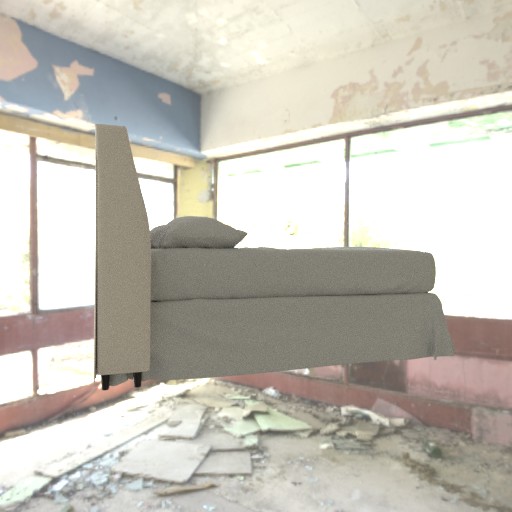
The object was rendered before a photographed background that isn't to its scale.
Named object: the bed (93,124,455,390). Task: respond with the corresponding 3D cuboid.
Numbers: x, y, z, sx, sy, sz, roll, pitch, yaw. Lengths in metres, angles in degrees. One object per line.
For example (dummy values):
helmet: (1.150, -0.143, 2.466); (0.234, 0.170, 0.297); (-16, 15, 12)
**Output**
bed: (0.000, 0.000, 3.388); (2.276, 1.332, 1.925); (0, 0, -18)
